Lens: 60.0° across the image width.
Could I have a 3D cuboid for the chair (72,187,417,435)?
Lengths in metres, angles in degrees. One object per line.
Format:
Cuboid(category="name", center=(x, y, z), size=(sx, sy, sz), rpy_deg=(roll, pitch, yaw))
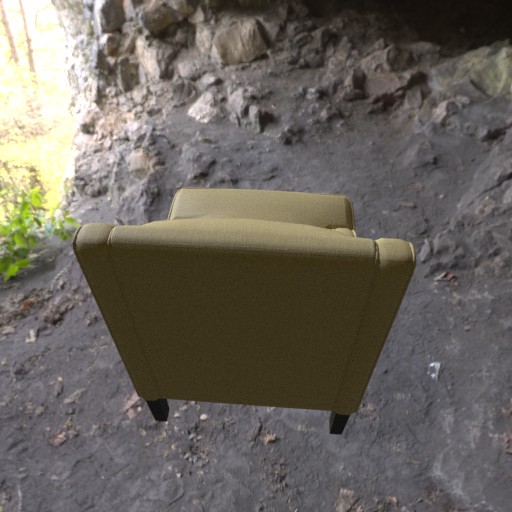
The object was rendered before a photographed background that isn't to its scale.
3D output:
Cuboid(category="chair", center=(0.000, 0.000, 1.442), size=(0.696, 0.896, 0.814), rpy_deg=(3, 48, 3))
